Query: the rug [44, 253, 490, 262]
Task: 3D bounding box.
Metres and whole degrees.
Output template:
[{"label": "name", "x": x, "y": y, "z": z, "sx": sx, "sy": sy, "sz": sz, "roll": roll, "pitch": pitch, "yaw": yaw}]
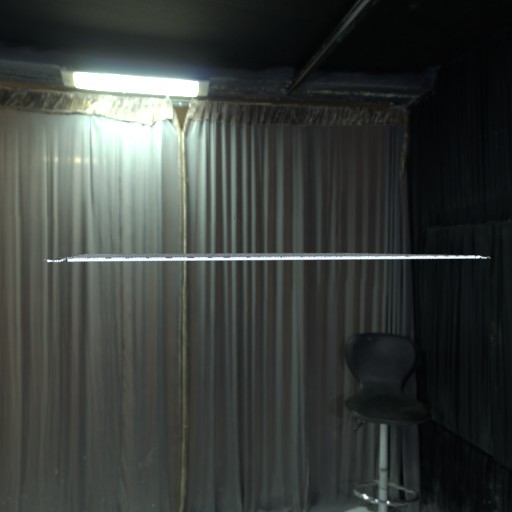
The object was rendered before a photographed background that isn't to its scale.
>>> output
[{"label": "rug", "x": 0.000, "y": 0.000, "z": 2.293, "sx": 1.847, "sy": 0.014, "sz": 1.230, "roll": 0, "pitch": 1, "yaw": -18}]
